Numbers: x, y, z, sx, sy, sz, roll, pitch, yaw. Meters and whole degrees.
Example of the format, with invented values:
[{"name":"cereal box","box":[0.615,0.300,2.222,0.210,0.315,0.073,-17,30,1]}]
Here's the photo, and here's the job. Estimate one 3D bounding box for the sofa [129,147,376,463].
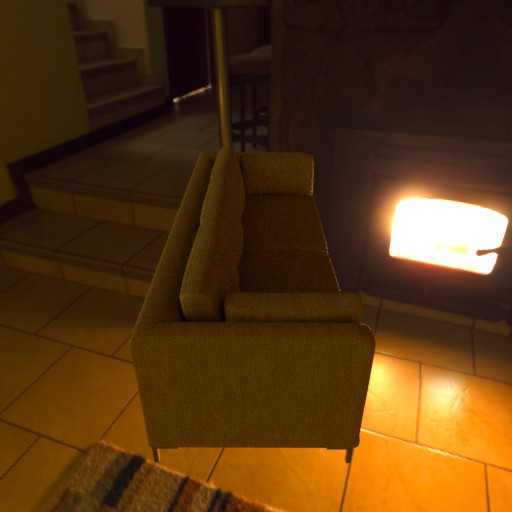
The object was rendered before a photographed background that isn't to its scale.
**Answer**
[{"name":"sofa","box":[0.000,0.000,2.897,0.969,0.867,2.415,0,30,0]}]
